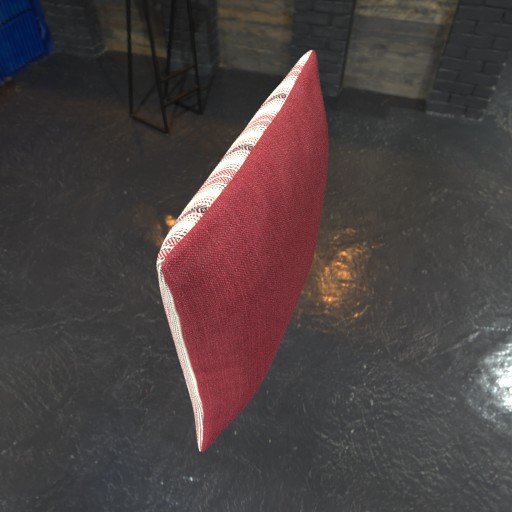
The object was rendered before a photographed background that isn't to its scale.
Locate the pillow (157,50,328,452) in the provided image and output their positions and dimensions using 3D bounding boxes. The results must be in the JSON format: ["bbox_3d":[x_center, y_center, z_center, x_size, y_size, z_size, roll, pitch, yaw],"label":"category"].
[{"bbox_3d":[0.000,0.000,0.748,0.166,0.497,0.513,16,49,14],"label":"pillow"}]
